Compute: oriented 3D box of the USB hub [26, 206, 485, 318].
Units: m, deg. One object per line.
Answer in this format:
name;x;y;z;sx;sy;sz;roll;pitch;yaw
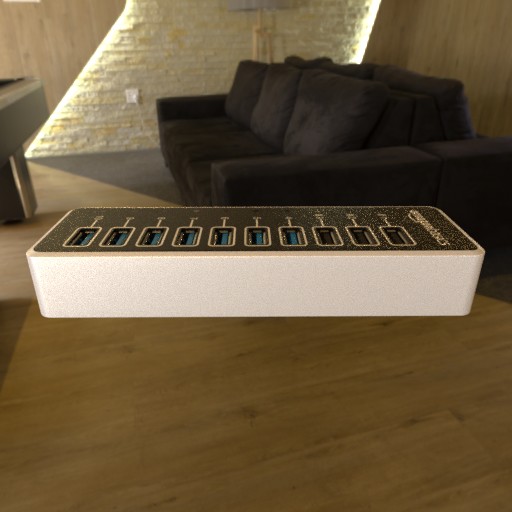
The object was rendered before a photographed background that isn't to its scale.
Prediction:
USB hub;0.000;0.000;0.161;0.145;0.023;0.044;0;26;0
